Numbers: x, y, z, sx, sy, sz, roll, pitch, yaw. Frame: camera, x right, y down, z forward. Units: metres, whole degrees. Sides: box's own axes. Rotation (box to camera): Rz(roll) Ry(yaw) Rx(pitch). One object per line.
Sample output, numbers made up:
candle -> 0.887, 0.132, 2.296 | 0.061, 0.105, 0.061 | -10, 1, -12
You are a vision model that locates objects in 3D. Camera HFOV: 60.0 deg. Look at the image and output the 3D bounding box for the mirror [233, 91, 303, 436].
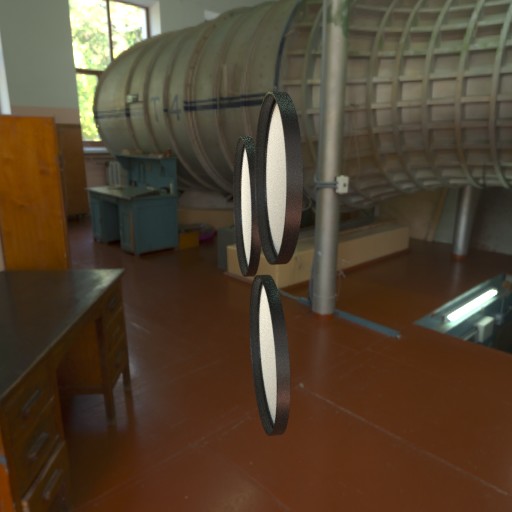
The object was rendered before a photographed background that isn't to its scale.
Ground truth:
mirror -> 0.000, 0.000, 3.171 | 0.076, 2.096, 2.160 | -2, 15, -9
